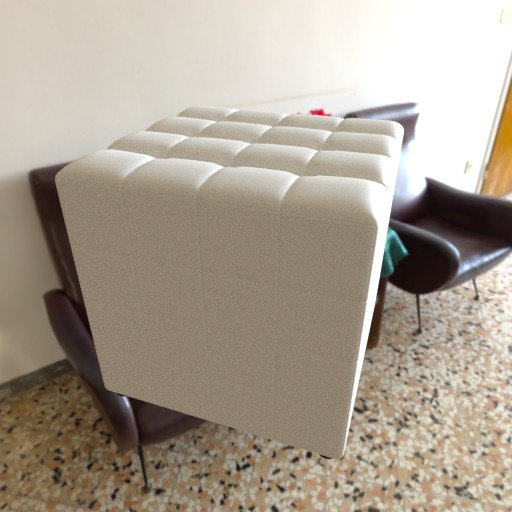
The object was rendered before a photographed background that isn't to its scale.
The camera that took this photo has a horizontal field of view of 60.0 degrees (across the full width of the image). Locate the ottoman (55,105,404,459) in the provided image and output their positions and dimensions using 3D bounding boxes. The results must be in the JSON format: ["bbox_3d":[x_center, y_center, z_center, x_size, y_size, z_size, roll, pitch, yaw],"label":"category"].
[{"bbox_3d":[0.000,0.000,0.797,0.425,0.432,0.425,10,32,17],"label":"ottoman"}]
